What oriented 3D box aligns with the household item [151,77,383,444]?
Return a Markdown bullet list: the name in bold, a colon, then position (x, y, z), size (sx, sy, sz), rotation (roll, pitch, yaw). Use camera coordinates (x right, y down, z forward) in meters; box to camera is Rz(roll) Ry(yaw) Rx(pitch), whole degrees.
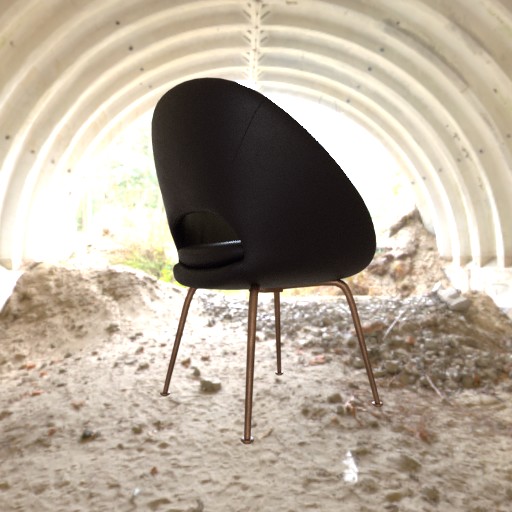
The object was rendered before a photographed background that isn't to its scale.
- **household item**: position (0.000, 0.000, 1.283), size (0.573, 0.852, 0.623), rotation (1, -2, -35)
